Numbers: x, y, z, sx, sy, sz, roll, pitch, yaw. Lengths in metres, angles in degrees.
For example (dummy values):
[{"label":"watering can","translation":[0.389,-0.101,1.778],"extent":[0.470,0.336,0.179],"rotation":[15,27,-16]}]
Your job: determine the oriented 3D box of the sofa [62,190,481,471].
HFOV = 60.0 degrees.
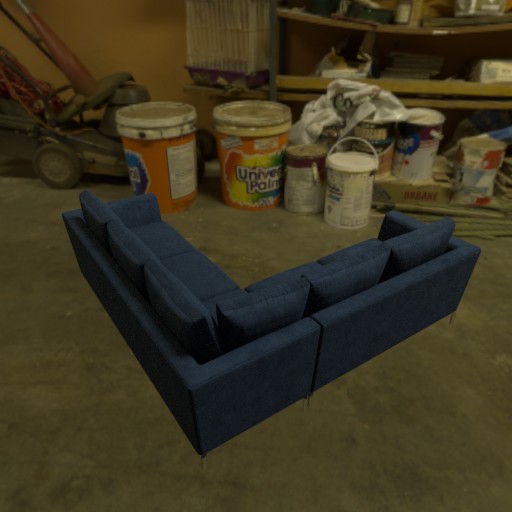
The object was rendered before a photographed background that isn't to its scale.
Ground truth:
[{"label":"sofa","translation":[0.000,0.000,3.746],"extent":[2.472,0.988,2.463],"rotation":[-19,35,-29]}]
